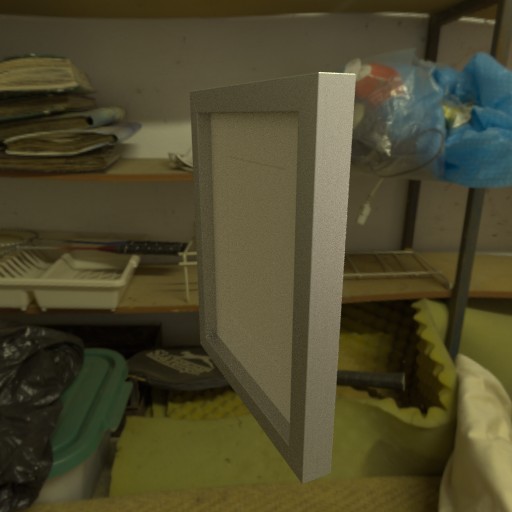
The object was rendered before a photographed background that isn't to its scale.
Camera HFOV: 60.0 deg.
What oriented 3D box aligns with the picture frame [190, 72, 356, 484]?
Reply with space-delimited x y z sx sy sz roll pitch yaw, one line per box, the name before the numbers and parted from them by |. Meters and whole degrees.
picture frame | 0.000 0.000 0.392 0.036 0.282 0.233 -8 20 -24
